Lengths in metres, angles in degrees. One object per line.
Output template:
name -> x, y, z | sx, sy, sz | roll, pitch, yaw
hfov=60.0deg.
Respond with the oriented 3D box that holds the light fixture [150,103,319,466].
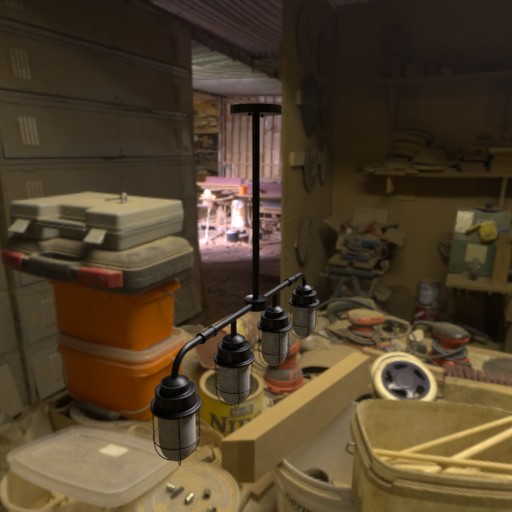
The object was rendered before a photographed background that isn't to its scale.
light fixture -> 0.000, 0.000, 1.219 | 0.131, 0.785, 0.852 | 7, 15, 27
